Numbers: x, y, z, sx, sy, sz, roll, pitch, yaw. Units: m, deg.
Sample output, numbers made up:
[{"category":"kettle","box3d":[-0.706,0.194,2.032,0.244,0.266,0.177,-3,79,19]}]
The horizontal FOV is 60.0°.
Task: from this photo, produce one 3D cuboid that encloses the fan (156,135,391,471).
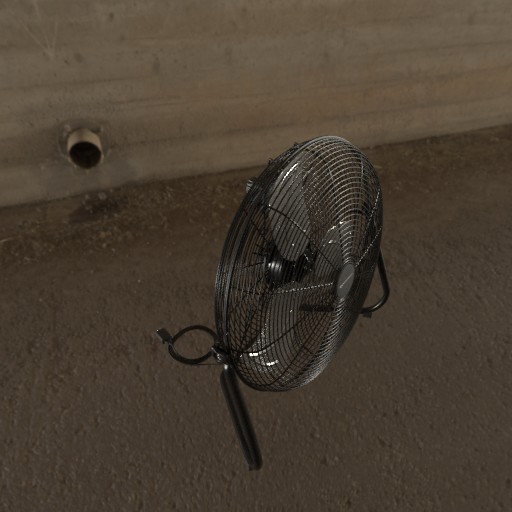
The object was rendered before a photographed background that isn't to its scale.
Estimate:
[{"category":"fan","box3d":[0.000,0.000,1.001,0.470,0.605,0.595,26,47,28]}]
